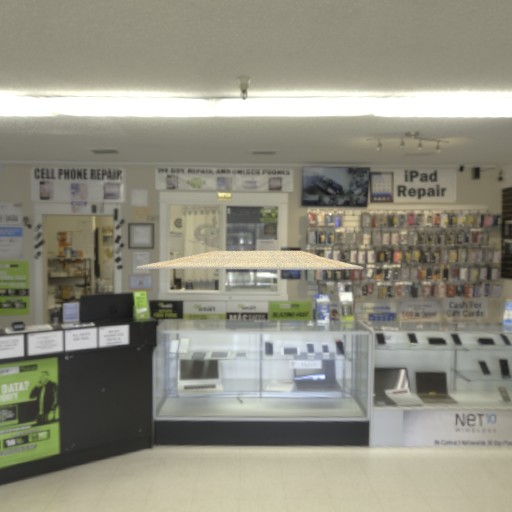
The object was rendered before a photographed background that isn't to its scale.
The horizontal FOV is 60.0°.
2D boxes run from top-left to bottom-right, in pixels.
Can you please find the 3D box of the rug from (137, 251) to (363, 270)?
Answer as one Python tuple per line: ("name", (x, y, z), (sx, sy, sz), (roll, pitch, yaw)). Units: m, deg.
("rug", (0.000, 0.000, 2.717), (0.770, 0.016, 2.442), (0, 2, 1))
